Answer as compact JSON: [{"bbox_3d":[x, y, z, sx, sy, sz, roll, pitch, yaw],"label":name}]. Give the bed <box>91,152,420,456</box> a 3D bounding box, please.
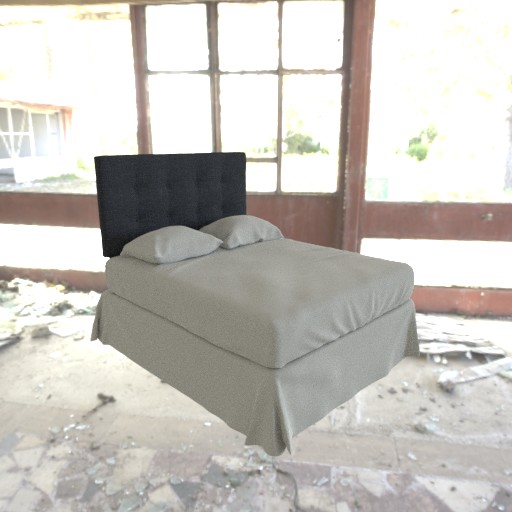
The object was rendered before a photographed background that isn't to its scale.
[{"bbox_3d":[0.000,0.000,3.577,2.222,1.577,1.936,14,20,43],"label":"bed"}]
